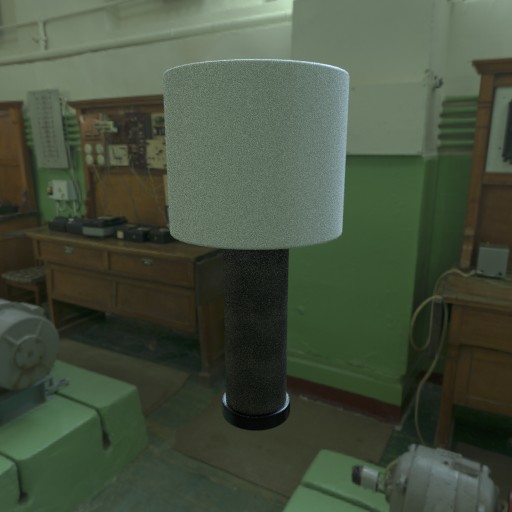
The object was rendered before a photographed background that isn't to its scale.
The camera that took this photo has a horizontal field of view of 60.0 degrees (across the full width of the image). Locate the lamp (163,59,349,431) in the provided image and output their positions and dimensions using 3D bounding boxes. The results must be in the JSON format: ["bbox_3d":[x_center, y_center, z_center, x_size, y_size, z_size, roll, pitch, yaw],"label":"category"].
[{"bbox_3d":[0.000,0.000,0.811,0.305,0.634,0.305,7,15,26],"label":"lamp"}]
